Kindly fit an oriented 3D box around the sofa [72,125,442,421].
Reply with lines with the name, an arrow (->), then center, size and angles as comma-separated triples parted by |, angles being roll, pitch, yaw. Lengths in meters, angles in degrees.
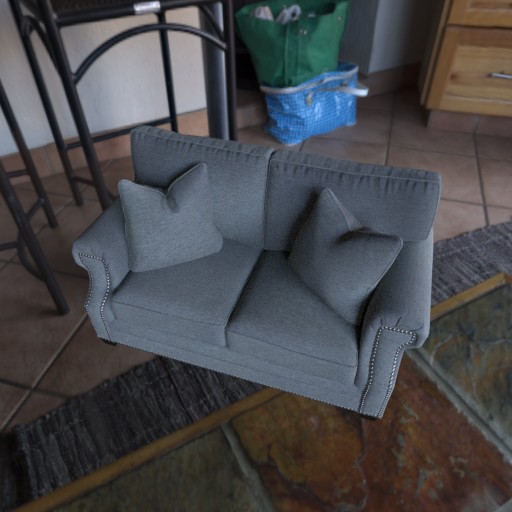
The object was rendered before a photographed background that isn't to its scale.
sofa -> 0.000, 0.000, 2.294 | 1.701, 0.966, 0.966 | 12, 43, 14
